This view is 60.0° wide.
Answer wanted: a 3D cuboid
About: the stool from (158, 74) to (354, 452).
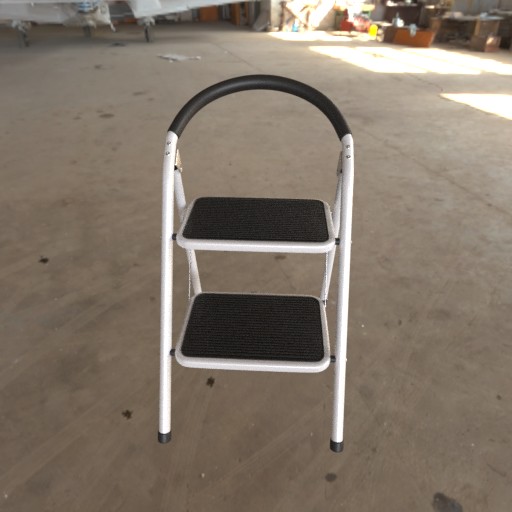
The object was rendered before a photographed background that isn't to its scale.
[{"bbox_3d":[0.000,0.000,1.099,0.453,0.760,0.559,2,32,3],"label":"stool"}]
